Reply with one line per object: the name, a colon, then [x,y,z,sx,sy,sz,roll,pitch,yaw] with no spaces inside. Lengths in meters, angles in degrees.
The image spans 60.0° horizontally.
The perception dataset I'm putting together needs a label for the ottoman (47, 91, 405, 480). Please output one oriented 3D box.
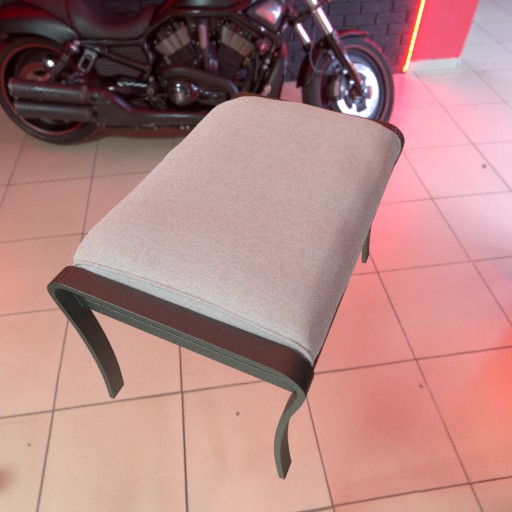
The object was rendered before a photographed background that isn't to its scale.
ottoman: [0.000,0.000,0.888,0.406,0.422,0.610,18,50,16]
